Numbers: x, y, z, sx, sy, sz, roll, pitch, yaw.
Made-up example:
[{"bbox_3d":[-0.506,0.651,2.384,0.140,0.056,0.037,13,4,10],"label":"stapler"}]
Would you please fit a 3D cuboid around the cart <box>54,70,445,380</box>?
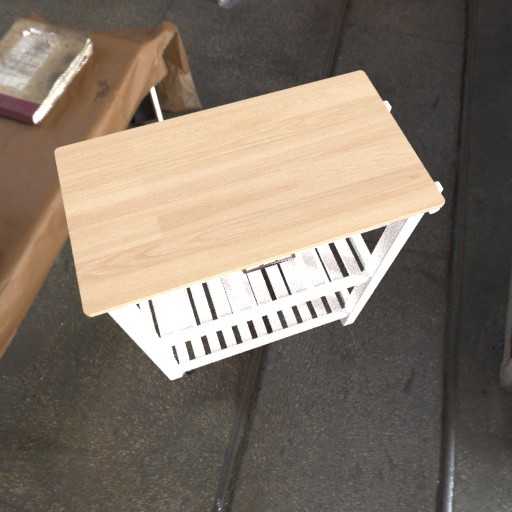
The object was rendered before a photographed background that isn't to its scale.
[{"bbox_3d":[0.000,0.000,1.479,0.899,0.927,0.457,-17,65,-8],"label":"cart"}]
